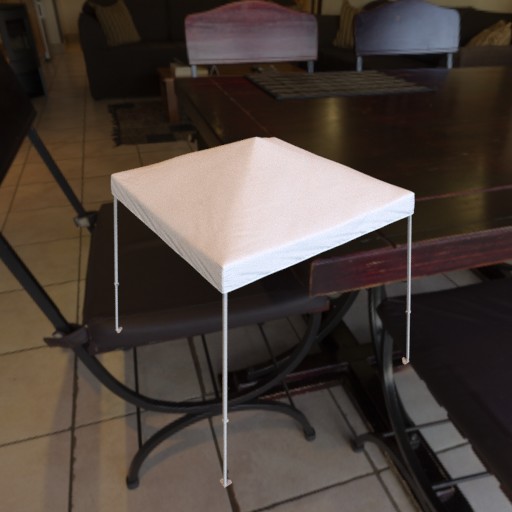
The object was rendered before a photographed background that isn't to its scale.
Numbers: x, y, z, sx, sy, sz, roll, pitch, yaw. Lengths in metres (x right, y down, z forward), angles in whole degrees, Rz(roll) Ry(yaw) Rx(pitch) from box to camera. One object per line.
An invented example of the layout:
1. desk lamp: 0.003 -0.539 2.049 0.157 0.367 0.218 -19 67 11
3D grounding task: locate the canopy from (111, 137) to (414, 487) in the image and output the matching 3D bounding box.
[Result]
1. canopy: 0.000 0.000 5.260 2.848 2.849 2.849 -21 38 -30
